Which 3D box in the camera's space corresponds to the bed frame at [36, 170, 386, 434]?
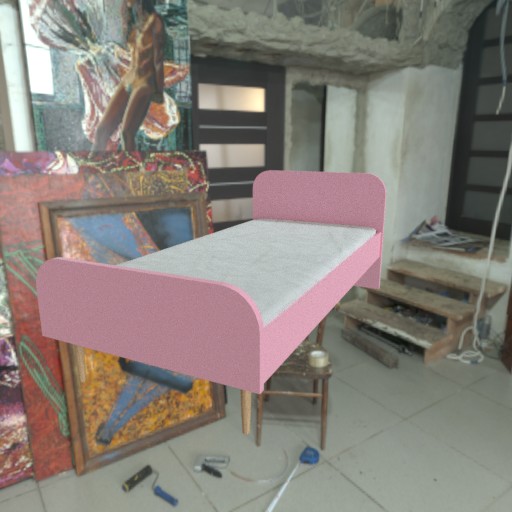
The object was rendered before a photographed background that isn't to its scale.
[{"bbox_3d":[0.000,0.000,2.426,0.998,0.805,1.963,7,16,25],"label":"bed frame"}]
